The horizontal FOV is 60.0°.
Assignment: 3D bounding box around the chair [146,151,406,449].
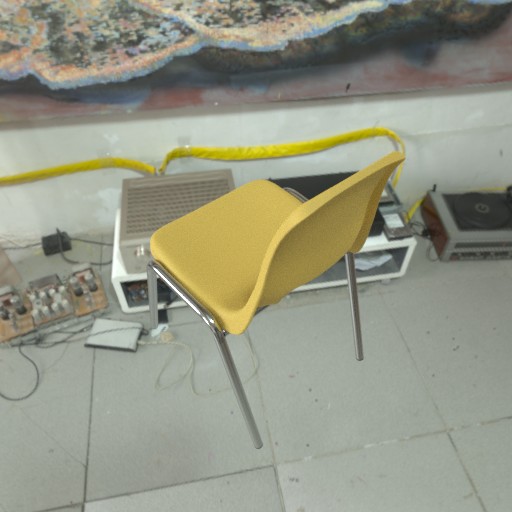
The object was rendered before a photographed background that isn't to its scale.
[{"bbox_3d":[0.000,0.000,0.921,0.381,0.653,0.436,-32,55,-26],"label":"chair"}]
